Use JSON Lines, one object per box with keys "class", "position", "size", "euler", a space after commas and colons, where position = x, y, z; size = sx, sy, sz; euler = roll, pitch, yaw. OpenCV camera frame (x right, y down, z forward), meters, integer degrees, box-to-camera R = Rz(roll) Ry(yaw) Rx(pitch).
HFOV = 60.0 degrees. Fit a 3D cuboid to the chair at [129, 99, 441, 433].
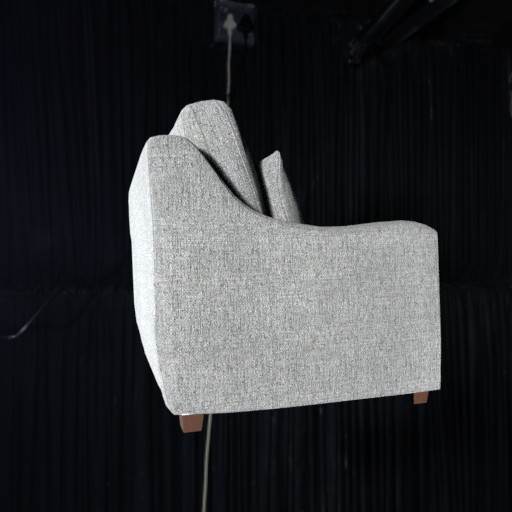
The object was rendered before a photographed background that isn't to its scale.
{"class": "chair", "position": [0.000, 0.000, 1.902], "size": [1.009, 1.037, 1.138], "euler": [0, -1, -19]}
